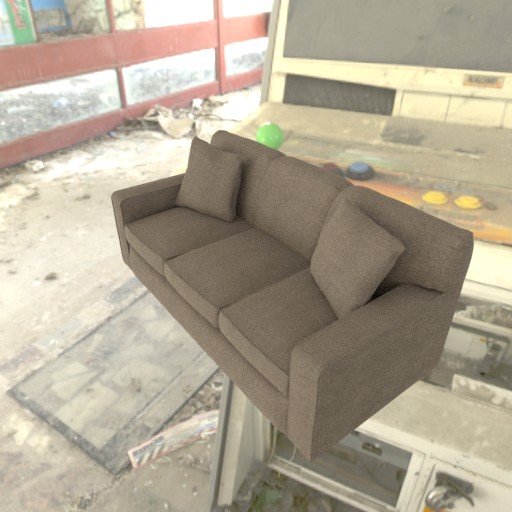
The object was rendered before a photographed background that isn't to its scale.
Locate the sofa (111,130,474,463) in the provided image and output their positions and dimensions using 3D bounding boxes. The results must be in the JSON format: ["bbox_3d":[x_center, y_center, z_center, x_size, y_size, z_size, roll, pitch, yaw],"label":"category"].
[{"bbox_3d":[0.000,0.000,2.609,0.997,0.958,2.024,-22,39,-31],"label":"sofa"}]
